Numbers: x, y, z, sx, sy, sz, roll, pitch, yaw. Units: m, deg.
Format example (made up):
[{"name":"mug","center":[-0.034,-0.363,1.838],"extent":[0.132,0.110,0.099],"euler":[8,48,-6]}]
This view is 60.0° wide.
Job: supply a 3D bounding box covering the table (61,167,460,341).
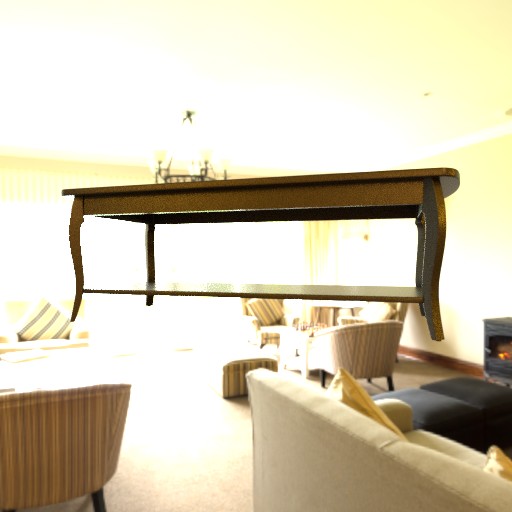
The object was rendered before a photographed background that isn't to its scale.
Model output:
[{"name":"table","center":[0.000,0.000,1.598],"extent":[1.333,0.457,0.571],"euler":[0,0,18]}]
